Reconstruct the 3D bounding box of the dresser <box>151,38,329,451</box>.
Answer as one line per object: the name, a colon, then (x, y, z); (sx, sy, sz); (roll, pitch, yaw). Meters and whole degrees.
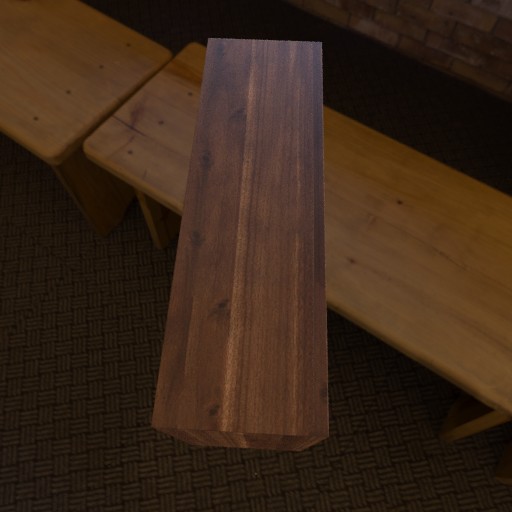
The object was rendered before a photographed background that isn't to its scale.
dresser: (0.000, 0.000, 1.776); (0.438, 0.892, 1.387); (3, 64, 1)
